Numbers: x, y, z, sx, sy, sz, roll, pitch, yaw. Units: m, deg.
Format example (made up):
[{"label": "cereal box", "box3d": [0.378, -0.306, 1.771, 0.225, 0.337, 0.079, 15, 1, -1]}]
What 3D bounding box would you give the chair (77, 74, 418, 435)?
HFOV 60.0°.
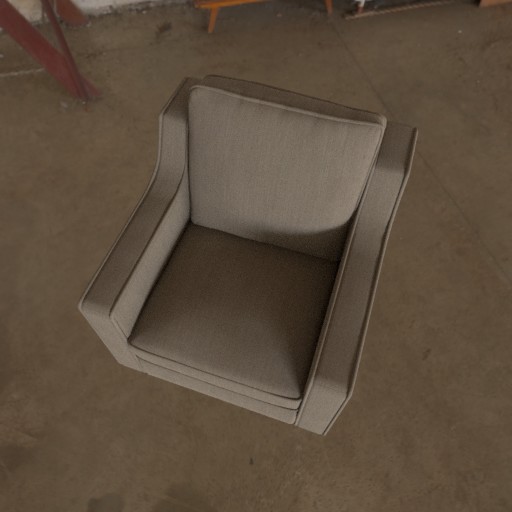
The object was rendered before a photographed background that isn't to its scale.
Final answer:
[{"label": "chair", "box3d": [0.000, 0.000, 1.594, 0.831, 0.960, 0.909, 16, 59, 10]}]
